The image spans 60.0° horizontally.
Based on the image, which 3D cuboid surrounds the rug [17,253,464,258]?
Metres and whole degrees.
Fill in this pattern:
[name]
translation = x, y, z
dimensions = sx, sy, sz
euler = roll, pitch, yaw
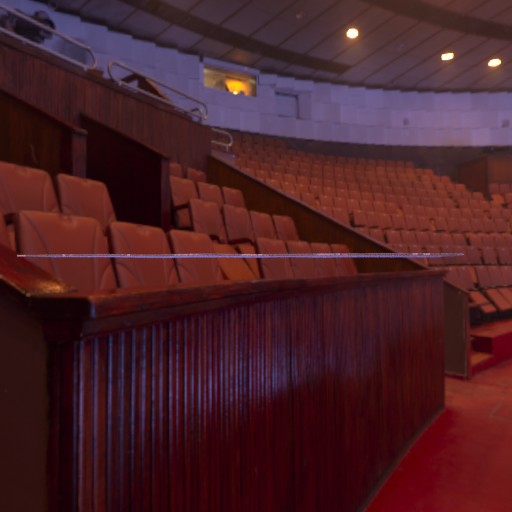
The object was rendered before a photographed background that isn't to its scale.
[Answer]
[rug]
translation = 0.000, 0.000, 4.329
dimensions = 3.419, 0.020, 2.441
euler = 0, 0, 18
